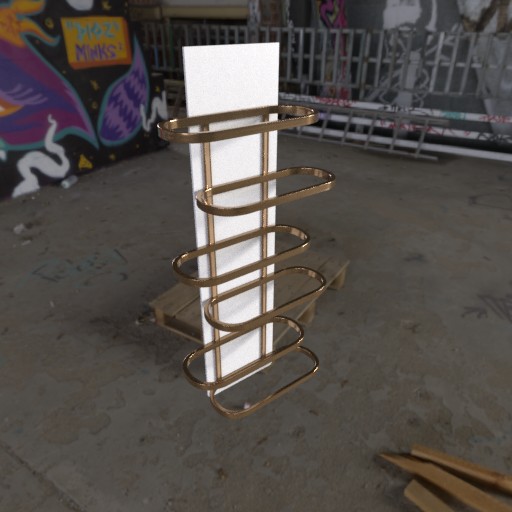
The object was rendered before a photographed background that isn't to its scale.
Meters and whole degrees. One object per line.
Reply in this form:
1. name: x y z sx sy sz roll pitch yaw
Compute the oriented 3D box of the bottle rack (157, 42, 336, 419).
1. bottle rack: 0.000 0.000 0.827 0.332 0.709 0.118 -20 35 -32
